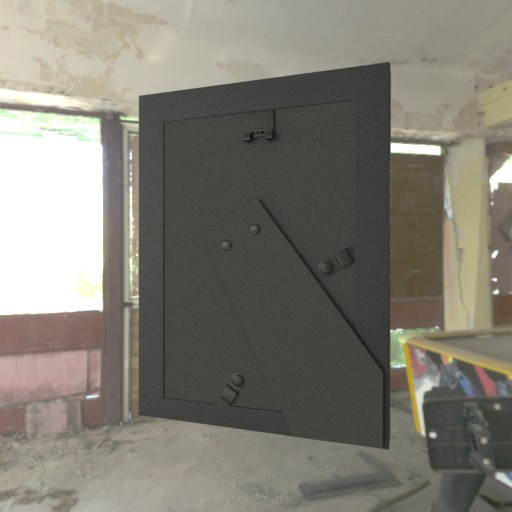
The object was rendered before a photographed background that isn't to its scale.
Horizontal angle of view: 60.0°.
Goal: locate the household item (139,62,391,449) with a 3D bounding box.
[{"bbox_3d":[0.000,0.000,0.230,0.133,0.178,0.022,0,0,19],"label":"household item"}]
